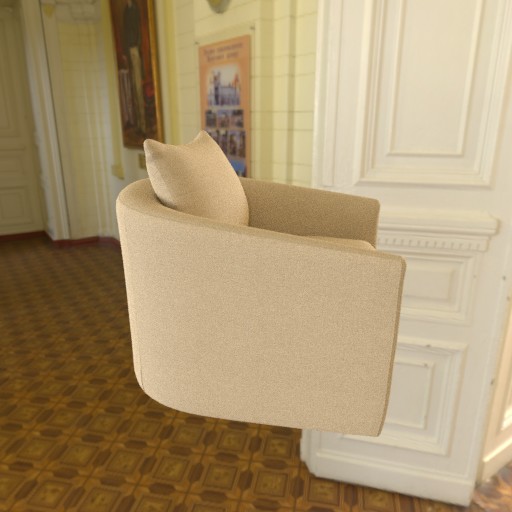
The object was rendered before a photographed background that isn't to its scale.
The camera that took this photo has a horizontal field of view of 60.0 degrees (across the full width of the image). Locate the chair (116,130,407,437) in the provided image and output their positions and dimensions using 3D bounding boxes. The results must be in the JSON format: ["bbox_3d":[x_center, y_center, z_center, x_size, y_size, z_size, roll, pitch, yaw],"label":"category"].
[{"bbox_3d":[0.000,0.000,1.595,0.910,0.848,0.845,3,18,10],"label":"chair"}]
